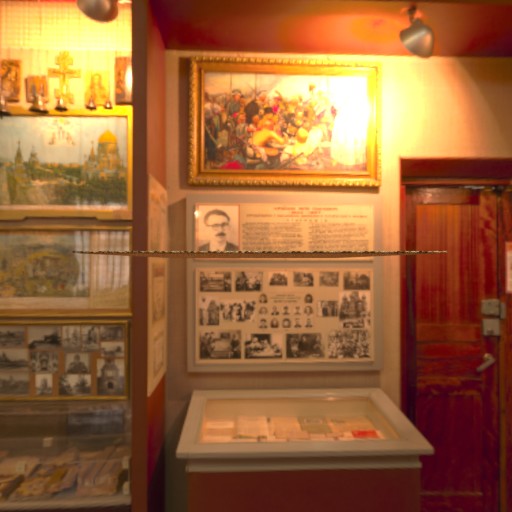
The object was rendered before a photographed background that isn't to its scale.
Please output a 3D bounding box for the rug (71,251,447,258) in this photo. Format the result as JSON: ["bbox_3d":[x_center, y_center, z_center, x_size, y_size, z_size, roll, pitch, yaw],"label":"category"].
[{"bbox_3d":[0.000,0.000,2.998,1.544,0.010,2.435,0,-1,-1],"label":"rug"}]
